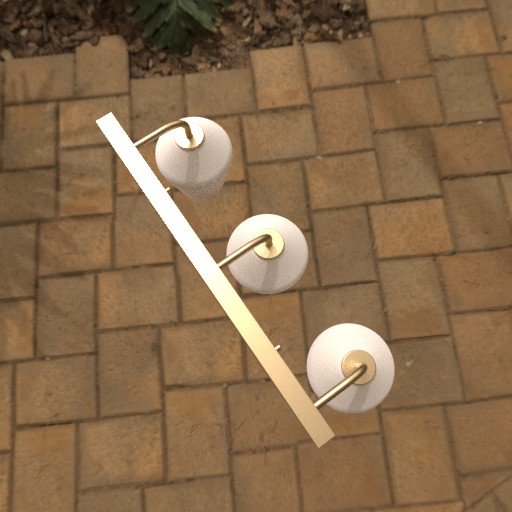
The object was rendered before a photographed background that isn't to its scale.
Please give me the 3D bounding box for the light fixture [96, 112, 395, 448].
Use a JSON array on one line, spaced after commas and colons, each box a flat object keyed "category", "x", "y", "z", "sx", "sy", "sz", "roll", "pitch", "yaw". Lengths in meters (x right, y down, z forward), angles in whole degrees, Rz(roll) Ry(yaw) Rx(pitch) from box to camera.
[{"category": "light fixture", "x": 0.000, "y": 0.000, "z": 0.732, "sx": 0.190, "sy": 0.280, "sz": 0.609, "roll": -34, "pitch": 78, "yaw": -8}]
